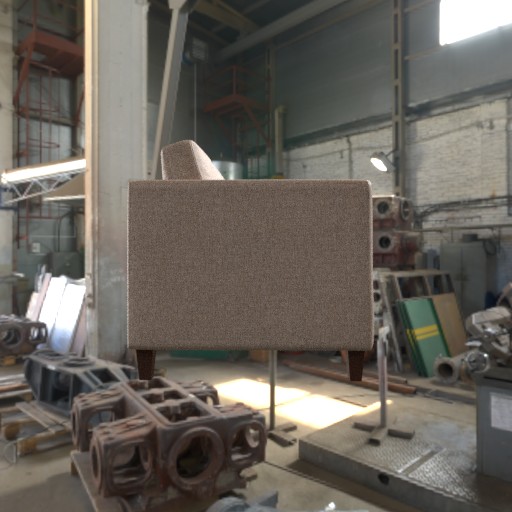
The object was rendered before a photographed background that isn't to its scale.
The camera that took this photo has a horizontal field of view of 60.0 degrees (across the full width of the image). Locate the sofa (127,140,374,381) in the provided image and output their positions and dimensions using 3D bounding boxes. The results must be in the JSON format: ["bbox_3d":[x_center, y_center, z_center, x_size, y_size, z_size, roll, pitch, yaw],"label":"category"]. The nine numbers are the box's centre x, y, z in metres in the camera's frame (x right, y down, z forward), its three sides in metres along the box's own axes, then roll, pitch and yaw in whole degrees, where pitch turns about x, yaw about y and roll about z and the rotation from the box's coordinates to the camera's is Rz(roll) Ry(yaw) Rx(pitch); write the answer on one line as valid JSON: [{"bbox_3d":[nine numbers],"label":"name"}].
[{"bbox_3d":[0.000,0.000,2.723,0.951,0.965,2.208,0,0,1],"label":"sofa"}]
